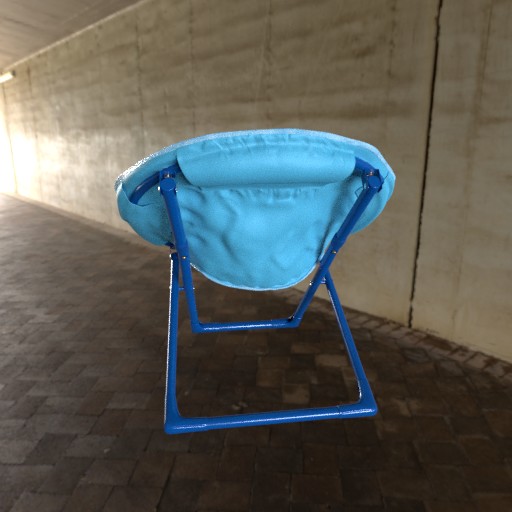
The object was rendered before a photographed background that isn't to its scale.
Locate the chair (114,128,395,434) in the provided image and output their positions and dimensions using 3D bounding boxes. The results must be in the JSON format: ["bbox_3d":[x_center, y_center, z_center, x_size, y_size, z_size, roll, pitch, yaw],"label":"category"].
[{"bbox_3d":[0.000,0.000,0.886,0.520,0.478,0.465,-2,15,-8],"label":"chair"}]
